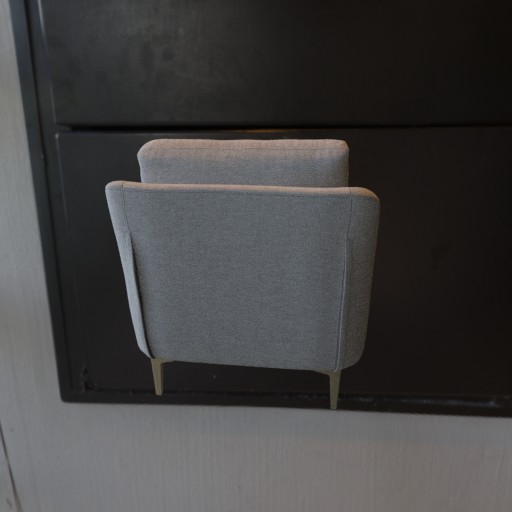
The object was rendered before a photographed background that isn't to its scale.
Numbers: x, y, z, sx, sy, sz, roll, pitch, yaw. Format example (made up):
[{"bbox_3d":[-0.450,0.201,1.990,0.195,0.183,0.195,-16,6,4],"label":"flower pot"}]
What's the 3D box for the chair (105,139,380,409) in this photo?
[{"bbox_3d":[0.000,0.000,1.755,0.986,0.902,0.961,2,16,8],"label":"chair"}]
